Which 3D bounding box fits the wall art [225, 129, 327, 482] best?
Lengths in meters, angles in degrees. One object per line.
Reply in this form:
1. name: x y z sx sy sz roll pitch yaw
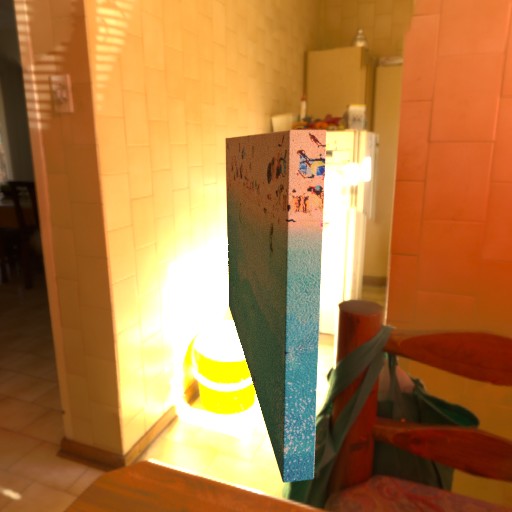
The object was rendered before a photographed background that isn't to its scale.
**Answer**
1. wall art: 0.000 0.000 0.773 0.039 0.406 0.609 -2 14 -9
